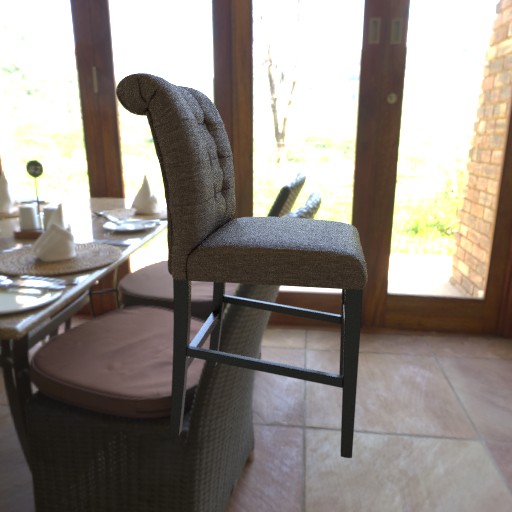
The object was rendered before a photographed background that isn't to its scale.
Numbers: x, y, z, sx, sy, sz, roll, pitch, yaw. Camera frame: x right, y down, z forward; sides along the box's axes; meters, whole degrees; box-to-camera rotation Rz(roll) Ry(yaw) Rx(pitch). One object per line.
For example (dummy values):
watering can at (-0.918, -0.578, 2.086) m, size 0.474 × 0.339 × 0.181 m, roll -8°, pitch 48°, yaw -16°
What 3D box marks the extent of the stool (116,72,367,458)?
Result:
stool at (0.000, 0.000, 1.304) m, size 0.611 × 0.970 × 0.457 m, roll 3°, pitch 15°, yaw 10°
